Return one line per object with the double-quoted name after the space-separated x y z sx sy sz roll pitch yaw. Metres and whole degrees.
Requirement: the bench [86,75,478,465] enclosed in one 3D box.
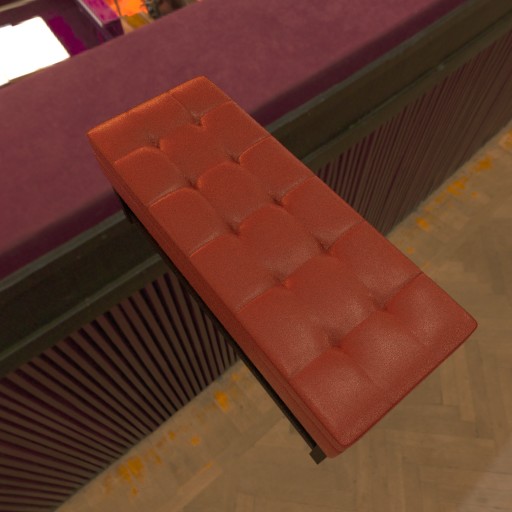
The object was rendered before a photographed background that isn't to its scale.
0.000 0.000 1.325 0.432 0.460 1.105 -34 65 -18 "bench"
